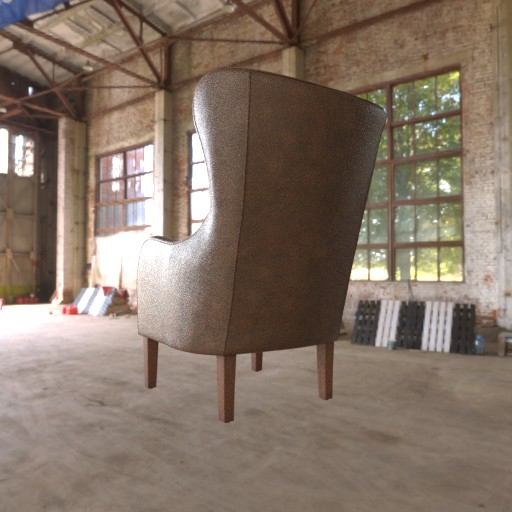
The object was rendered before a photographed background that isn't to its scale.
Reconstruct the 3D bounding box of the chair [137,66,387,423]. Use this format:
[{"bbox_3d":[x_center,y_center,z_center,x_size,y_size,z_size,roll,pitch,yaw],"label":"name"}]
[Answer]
[{"bbox_3d":[0.000,0.000,1.635,0.692,1.048,0.914,1,-2,-35],"label":"chair"}]
